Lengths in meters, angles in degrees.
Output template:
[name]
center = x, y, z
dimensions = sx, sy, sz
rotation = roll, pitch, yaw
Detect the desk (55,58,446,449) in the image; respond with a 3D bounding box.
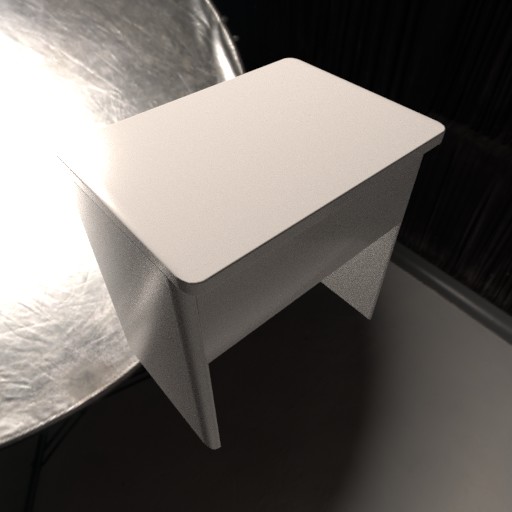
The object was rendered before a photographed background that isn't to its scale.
[desk]
center = 0.000, 0.000, 1.319
dimensions = 0.762, 0.800, 0.549
rotation = -32, 54, -27
